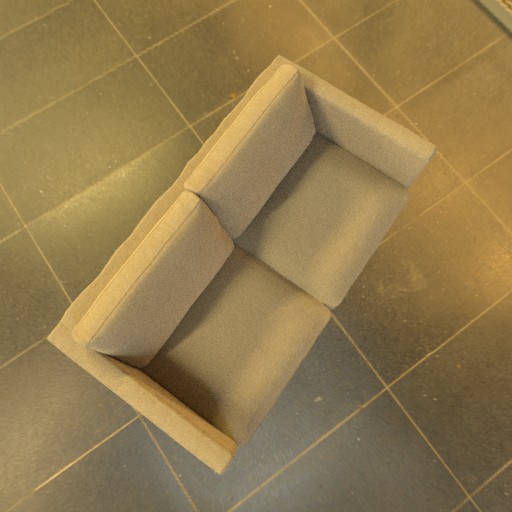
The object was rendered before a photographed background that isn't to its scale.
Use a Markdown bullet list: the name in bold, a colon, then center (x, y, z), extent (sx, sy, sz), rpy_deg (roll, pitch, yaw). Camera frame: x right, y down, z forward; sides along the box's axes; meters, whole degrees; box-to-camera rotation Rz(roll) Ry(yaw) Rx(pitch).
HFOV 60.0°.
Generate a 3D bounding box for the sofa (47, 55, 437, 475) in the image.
- **sofa**: center (0.000, 0.000, 2.240), extent (0.956, 0.828, 1.766), rpy_deg (34, 77, 9)
